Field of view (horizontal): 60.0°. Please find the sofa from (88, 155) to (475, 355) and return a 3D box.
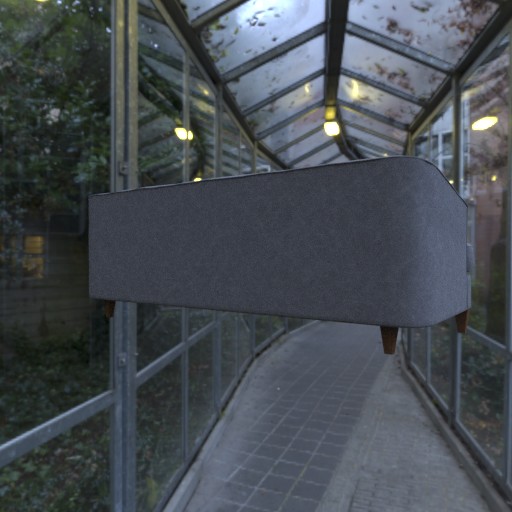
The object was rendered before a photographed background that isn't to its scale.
[{"bbox_3d":[0.000,0.000,2.647,2.247,0.806,0.917,0,0,35],"label":"sofa"}]
